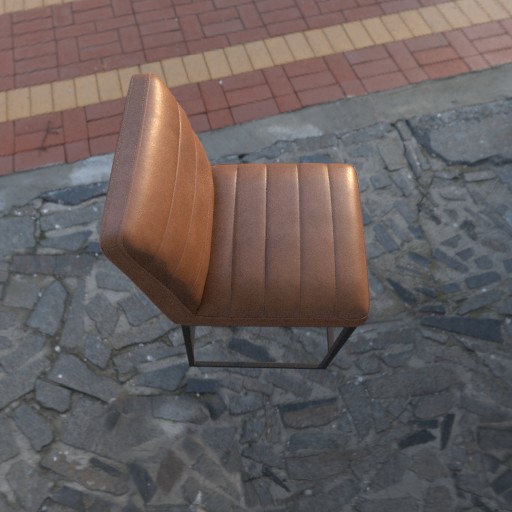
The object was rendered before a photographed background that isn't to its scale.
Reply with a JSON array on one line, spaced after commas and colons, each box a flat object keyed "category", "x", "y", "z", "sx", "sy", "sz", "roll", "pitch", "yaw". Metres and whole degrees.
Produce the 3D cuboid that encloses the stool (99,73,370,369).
[{"category": "stool", "x": 0.000, "y": 0.000, "z": 1.260, "sx": 0.556, "sy": 0.940, "sz": 0.458, "roll": 1, "pitch": 64, "yaw": 1}]
